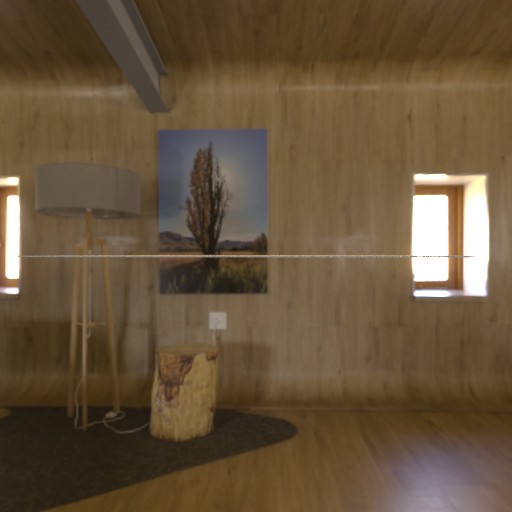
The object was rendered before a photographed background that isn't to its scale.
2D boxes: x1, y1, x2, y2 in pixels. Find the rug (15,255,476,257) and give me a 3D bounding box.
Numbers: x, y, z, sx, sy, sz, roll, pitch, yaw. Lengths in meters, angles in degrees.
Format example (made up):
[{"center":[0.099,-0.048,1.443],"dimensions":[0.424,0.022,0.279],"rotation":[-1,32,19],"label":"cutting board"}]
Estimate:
[{"center":[0.000,0.000,2.262],"dimensions":[1.854,0.006,1.234],"rotation":[0,0,17],"label":"rug"}]
